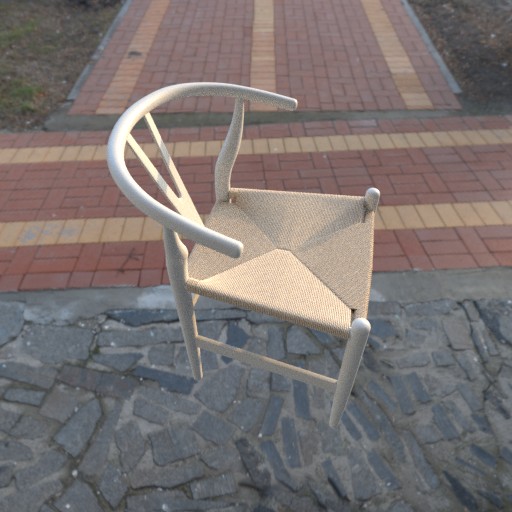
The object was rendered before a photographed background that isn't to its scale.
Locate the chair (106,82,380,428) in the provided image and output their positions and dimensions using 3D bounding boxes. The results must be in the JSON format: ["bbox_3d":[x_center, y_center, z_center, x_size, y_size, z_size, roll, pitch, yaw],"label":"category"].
[{"bbox_3d":[0.000,0.000,1.140,0.579,0.730,0.569,10,46,9],"label":"chair"}]
